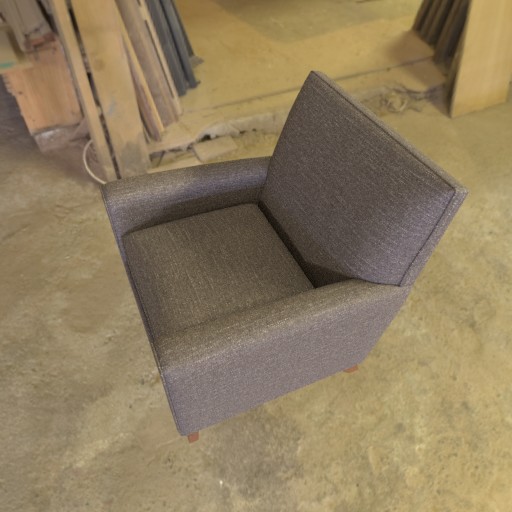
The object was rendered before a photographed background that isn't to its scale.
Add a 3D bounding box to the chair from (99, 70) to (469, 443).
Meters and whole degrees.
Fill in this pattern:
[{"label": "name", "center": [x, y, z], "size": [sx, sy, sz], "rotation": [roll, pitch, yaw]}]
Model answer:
[{"label": "chair", "center": [0.000, 0.000, 1.568], "size": [0.875, 0.885, 0.838], "rotation": [-18, 49, -16]}]
